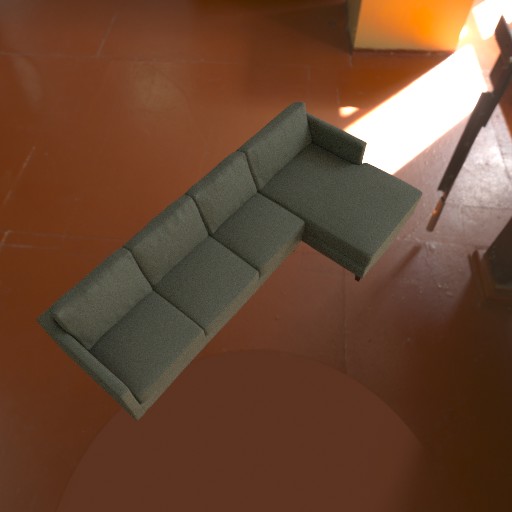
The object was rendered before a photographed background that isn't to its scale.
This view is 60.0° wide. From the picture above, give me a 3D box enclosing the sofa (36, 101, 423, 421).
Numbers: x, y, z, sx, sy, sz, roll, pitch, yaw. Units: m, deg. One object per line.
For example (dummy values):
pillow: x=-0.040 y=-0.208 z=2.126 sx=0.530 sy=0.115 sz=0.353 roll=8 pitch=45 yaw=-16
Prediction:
sofa: x=0.000 y=0.000 z=3.855 sx=1.625 sy=0.861 sz=3.186 roll=34 pitch=63 yaw=20
